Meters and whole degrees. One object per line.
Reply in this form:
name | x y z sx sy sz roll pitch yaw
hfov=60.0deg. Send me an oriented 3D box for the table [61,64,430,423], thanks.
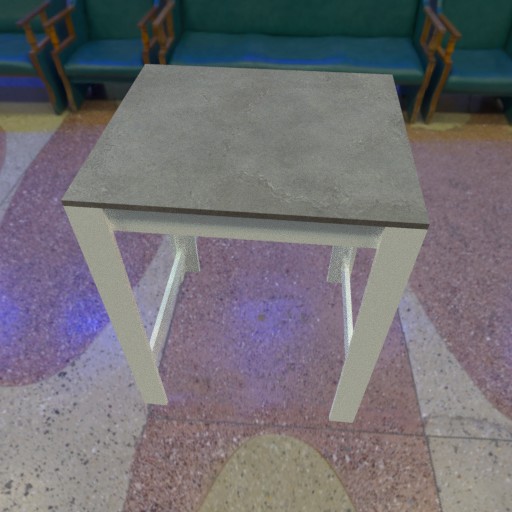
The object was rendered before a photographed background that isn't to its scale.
table | 0.000 0.000 1.564 0.800 1.020 0.700 4 47 4
